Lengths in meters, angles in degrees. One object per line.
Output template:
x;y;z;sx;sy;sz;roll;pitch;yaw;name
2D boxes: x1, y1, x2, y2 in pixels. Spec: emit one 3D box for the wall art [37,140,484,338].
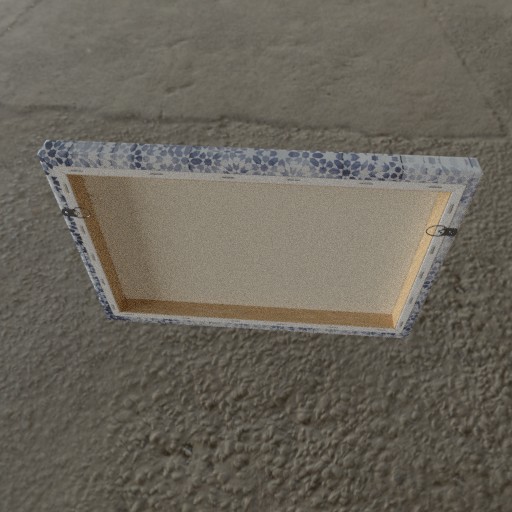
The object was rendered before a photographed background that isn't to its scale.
0.000;0.000;1.137;0.911;0.608;0.057;3;48;3;wall art
